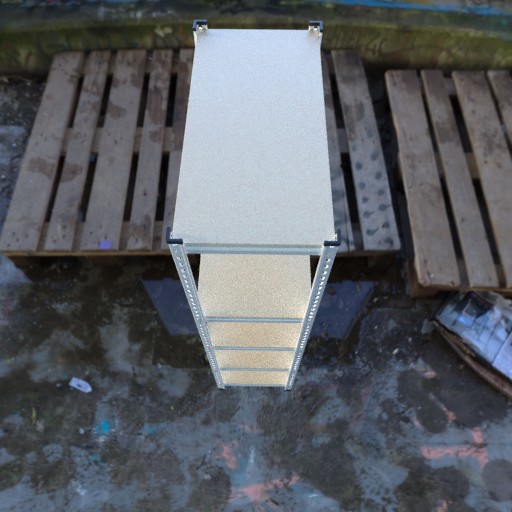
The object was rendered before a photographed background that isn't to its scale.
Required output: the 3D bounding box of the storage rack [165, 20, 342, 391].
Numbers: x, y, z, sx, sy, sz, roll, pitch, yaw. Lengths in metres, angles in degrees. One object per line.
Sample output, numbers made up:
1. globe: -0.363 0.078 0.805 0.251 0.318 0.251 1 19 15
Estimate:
1. storage rack: 0.000 0.000 2.161 0.457 1.829 0.914 1 62 0
